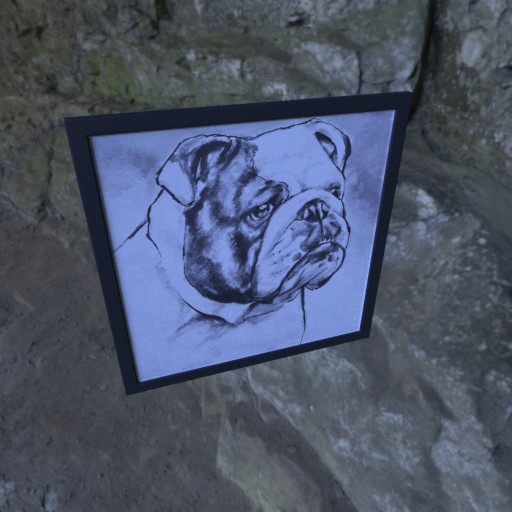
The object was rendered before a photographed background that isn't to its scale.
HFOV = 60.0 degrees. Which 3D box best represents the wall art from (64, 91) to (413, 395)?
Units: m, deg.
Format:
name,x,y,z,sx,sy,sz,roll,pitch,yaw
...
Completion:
name,x,y,z,sx,sy,sz,roll,pitch,yaw
wall art,0.000,0.000,0.836,0.562,0.558,0.012,-10,33,-15
